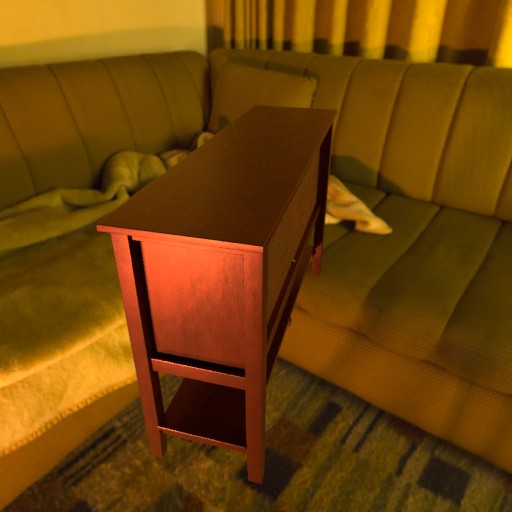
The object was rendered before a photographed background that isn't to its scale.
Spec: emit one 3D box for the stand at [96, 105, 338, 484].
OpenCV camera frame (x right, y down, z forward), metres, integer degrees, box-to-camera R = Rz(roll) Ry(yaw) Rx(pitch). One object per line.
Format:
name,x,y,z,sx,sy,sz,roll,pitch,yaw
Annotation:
stand,0.000,0.000,1.756,0.410,0.872,1.362,8,31,13
